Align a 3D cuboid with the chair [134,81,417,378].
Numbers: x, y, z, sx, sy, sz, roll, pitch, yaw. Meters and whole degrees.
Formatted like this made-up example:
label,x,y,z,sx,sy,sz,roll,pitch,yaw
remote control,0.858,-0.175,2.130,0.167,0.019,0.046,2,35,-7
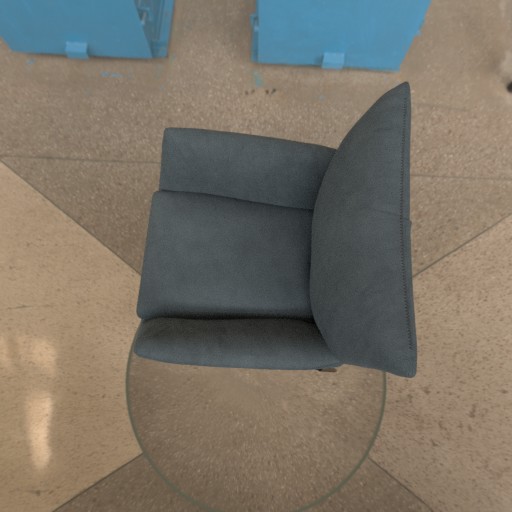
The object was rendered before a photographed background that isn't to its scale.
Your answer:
label,x,y,z,sx,sy,sz,roll,pitch,yaw
chair,0.000,0.000,1.360,0.709,0.858,0.678,4,75,1
